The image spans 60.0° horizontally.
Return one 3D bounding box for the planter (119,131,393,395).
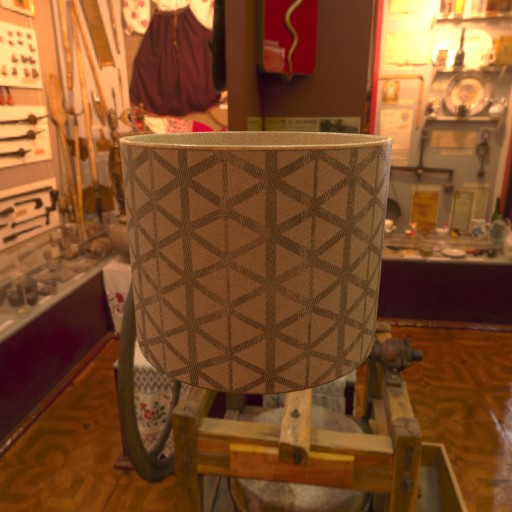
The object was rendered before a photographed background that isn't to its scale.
[{"bbox_3d":[0.000,0.000,0.348,0.190,0.181,0.190,0,18,0],"label":"planter"}]
